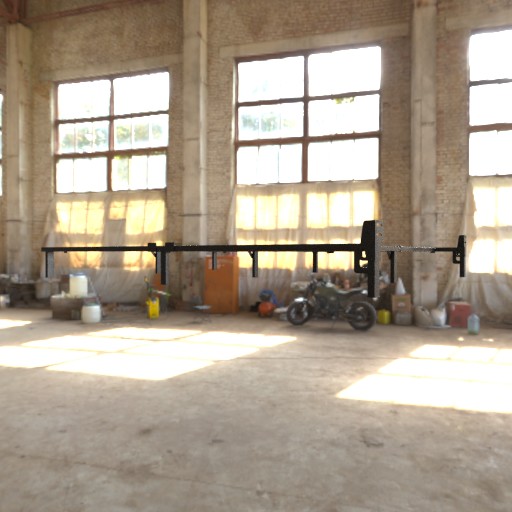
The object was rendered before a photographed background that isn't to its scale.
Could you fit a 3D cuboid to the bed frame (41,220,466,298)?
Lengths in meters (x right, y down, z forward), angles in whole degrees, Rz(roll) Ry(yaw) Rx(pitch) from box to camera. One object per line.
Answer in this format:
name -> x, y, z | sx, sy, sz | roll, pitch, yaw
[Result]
bed frame -> 0.000, 0.000, 2.588 | 1.990, 0.248, 1.498 | 0, 1, 35
